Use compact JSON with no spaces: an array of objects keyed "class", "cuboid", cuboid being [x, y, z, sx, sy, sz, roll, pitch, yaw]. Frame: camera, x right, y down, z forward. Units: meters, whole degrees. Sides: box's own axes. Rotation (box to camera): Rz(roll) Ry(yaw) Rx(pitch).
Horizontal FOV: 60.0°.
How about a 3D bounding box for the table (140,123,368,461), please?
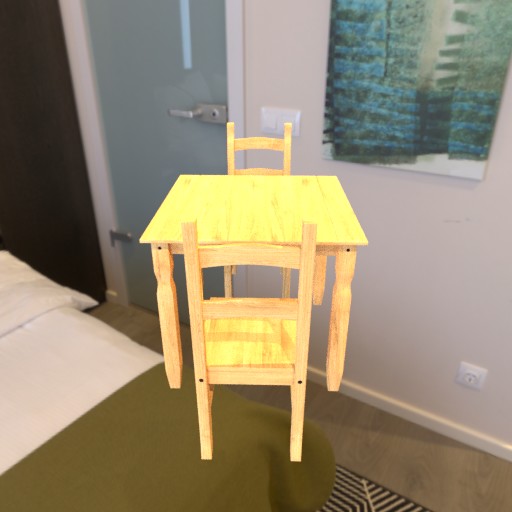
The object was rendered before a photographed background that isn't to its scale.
[{"class":"table","cuboid":[0.000,0.000,2.055,0.813,0.942,1.501,1,26,1]}]
